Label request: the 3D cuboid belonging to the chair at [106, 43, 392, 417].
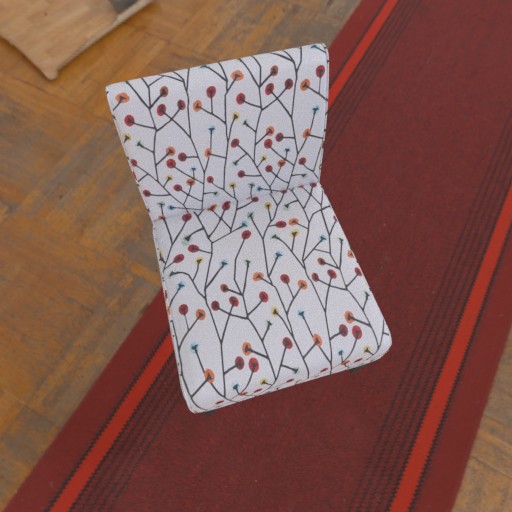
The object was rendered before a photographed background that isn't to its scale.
[{"bbox_3d":[0.000,0.000,1.318,0.597,0.813,0.732,-14,64,-7],"label":"chair"}]
